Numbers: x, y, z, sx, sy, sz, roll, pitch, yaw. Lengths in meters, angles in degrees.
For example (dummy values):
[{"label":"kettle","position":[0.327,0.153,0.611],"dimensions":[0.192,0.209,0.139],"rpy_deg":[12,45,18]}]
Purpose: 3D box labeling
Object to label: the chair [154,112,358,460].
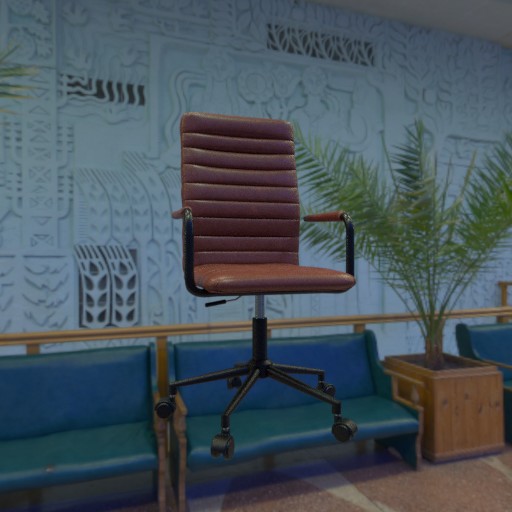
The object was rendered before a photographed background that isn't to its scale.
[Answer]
[{"label":"chair","position":[0.000,0.000,1.369],"dimensions":[0.608,0.979,0.580],"rpy_deg":[0,0,-17]}]
